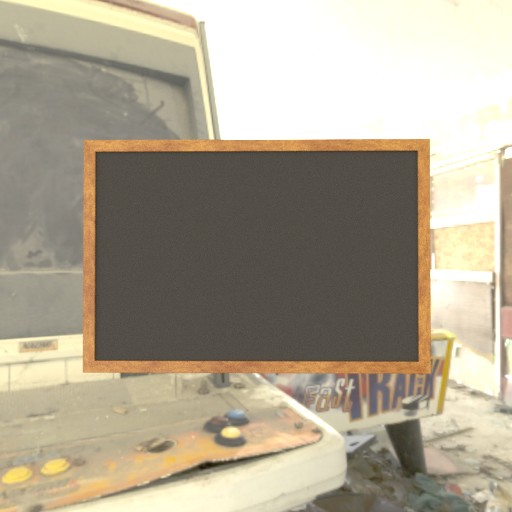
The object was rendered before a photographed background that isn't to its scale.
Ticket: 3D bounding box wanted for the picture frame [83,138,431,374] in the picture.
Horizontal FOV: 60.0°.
[{"bbox_3d":[0.000,0.000,1.191,0.922,0.621,0.029,0,-1,1],"label":"picture frame"}]
